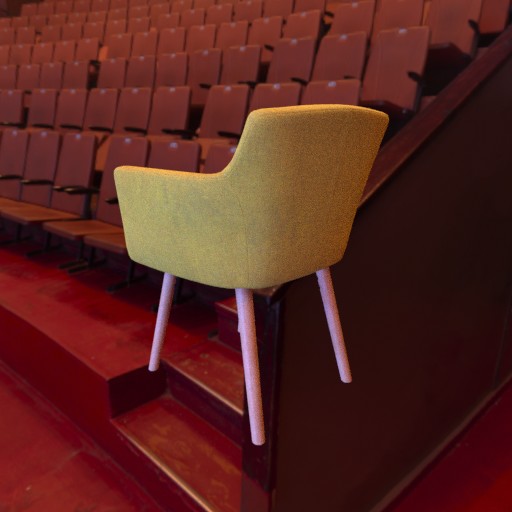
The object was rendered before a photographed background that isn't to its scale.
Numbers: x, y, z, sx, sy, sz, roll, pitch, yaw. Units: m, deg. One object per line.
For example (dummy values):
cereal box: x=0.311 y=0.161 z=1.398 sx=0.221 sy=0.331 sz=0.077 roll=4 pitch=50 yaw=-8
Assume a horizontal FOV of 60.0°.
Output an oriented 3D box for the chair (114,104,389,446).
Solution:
chair: x=0.000 y=0.000 z=1.225 sx=0.570 sy=0.780 sz=0.570 roll=-16 pitch=23 yaw=-42
